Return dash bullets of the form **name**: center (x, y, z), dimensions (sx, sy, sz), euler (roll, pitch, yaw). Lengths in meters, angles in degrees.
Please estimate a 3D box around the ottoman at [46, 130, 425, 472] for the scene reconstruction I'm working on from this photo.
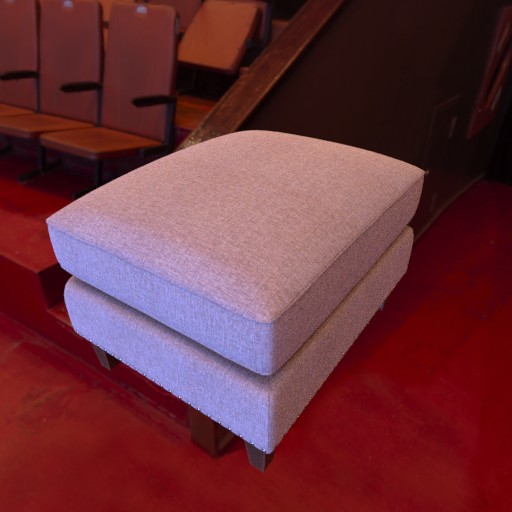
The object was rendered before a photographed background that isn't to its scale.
- **ottoman**: center (0.000, 0.000, 1.123), dimensions (0.584, 0.513, 0.741), euler (21, 38, 29)
